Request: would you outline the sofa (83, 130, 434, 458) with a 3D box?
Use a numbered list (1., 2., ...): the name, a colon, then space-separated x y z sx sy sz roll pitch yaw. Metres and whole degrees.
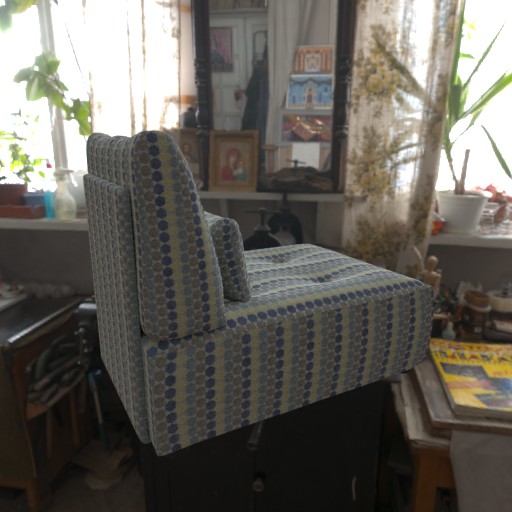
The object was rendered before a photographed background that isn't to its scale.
1. sofa: 0.000 0.000 1.525 1.000 0.820 0.700 -8 17 -28
